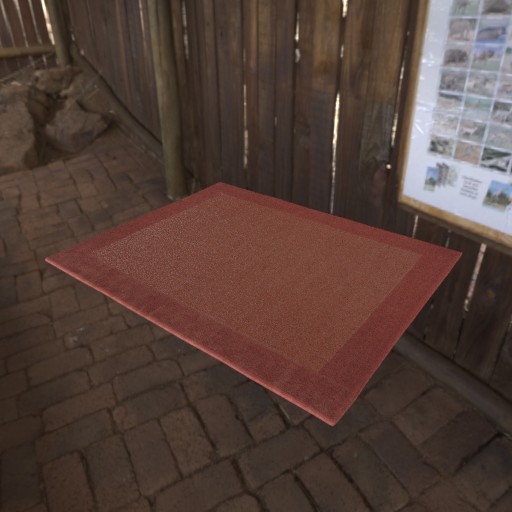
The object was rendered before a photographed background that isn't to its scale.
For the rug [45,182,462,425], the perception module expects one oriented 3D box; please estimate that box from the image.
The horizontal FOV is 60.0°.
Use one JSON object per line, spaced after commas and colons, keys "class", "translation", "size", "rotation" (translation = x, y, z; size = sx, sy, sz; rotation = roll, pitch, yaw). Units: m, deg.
{"class": "rug", "translation": [0.000, 0.000, 4.058], "size": [2.976, 0.018, 2.430], "rotation": [21, 37, 32]}
